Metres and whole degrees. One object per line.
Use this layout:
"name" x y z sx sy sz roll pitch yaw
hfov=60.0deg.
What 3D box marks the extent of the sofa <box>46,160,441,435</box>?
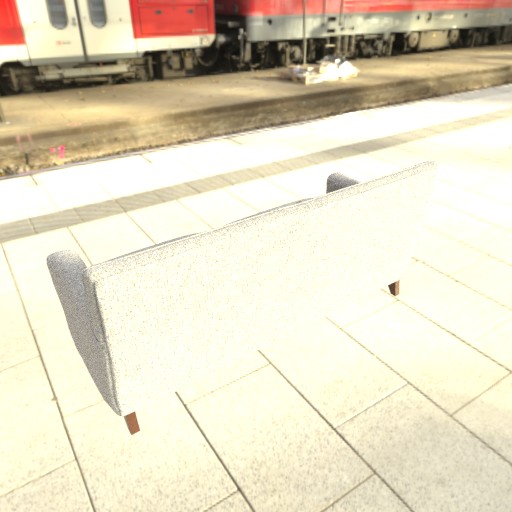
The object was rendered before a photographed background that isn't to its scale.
"sofa" 0.000 0.000 2.503 2.026 0.942 0.854 -20 36 -30
